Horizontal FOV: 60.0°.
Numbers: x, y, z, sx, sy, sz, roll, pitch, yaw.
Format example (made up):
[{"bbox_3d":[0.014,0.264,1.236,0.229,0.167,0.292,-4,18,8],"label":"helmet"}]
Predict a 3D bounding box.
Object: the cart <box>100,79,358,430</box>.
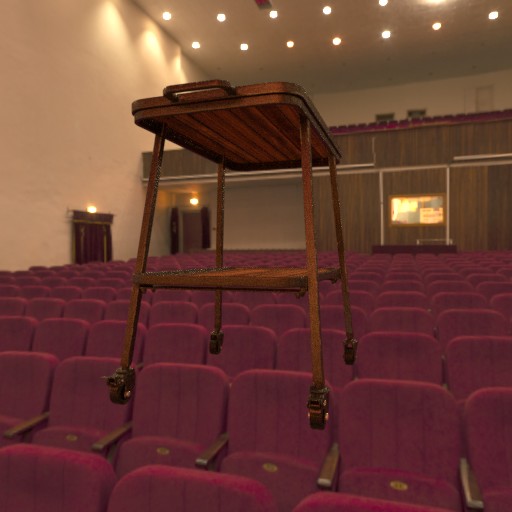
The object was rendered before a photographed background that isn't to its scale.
[{"bbox_3d":[0.000,0.000,1.262,0.515,0.700,0.806,0,0,19],"label":"cart"}]
